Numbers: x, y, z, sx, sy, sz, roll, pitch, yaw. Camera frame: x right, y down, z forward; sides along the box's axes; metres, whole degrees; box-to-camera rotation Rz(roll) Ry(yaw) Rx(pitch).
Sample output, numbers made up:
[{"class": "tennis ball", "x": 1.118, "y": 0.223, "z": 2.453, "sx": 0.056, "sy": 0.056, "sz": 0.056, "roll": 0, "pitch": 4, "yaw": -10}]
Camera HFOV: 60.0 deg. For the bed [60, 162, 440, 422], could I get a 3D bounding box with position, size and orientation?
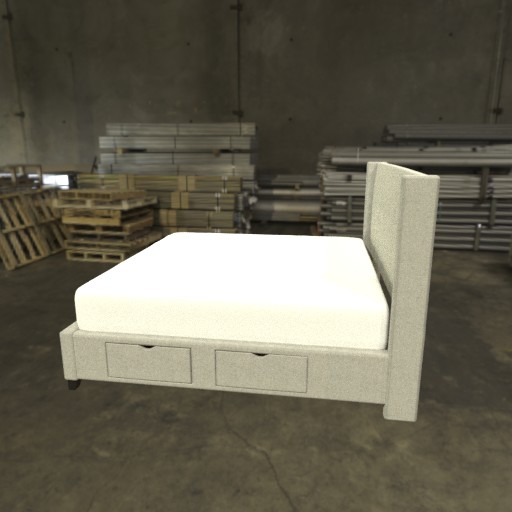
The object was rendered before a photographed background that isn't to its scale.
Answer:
[{"class": "bed", "x": 0.000, "y": 0.000, "z": 3.672, "sx": 2.280, "sy": 1.470, "sz": 2.140, "roll": 2, "pitch": 14, "yaw": 8}]
